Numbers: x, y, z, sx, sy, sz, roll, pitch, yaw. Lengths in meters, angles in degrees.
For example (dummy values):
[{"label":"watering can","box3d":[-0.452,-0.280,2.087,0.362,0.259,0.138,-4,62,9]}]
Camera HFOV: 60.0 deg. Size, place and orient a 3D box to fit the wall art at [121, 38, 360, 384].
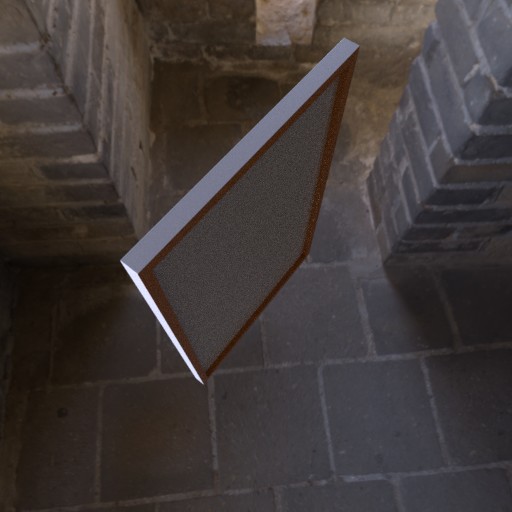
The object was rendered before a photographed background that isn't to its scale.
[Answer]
[{"label":"wall art","box3d":[0.000,0.000,0.775,0.025,0.608,0.405,35,69,16]}]
